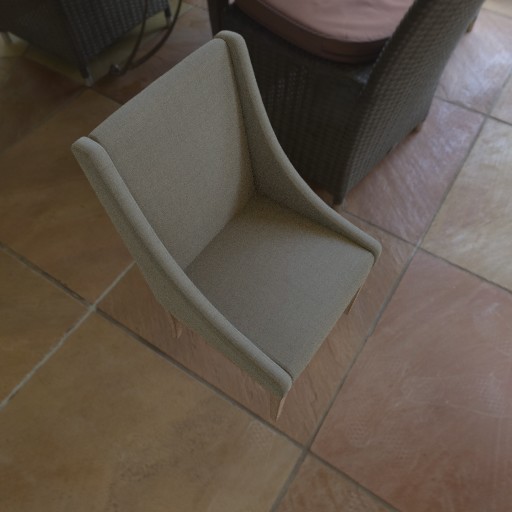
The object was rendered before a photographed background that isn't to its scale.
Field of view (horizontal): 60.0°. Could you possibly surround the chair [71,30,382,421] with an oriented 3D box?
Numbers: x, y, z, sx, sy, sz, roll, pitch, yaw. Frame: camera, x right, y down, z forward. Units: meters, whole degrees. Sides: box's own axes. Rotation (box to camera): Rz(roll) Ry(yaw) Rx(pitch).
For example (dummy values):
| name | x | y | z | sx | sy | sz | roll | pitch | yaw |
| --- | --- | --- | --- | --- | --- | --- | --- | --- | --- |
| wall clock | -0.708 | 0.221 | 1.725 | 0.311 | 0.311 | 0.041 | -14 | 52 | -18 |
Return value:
| name | x | y | z | sx | sy | sz | roll | pitch | yaw |
| --- | --- | --- | --- | --- | --- | --- | --- | --- | --- |
| chair | 0.000 | 0.000 | 1.377 | 0.611 | 1.021 | 0.575 | 32 | 64 | 18 |
